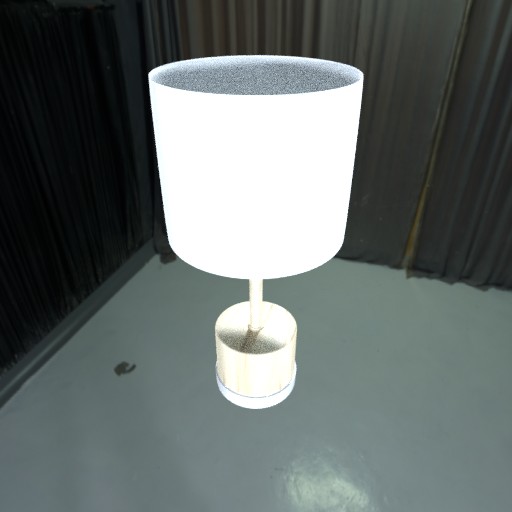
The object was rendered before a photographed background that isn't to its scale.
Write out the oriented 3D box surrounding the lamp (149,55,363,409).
[{"bbox_3d":[0.000,0.000,0.602,0.229,0.470,0.229,9,34,15],"label":"lamp"}]
